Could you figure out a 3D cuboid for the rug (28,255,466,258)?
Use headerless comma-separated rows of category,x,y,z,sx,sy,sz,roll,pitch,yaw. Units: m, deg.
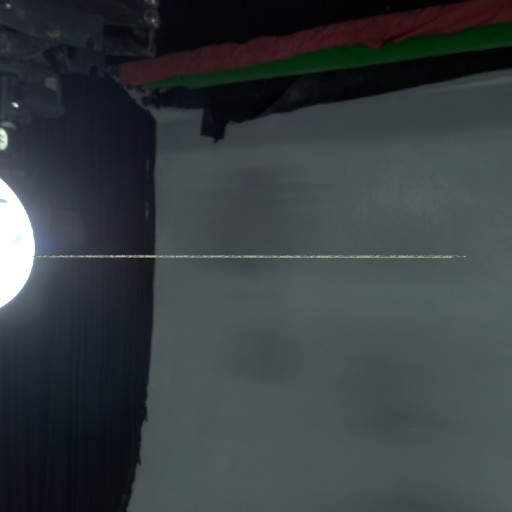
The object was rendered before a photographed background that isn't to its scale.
rug,0.000,0.000,3.041,2.410,0.011,1.539,0,0,17
